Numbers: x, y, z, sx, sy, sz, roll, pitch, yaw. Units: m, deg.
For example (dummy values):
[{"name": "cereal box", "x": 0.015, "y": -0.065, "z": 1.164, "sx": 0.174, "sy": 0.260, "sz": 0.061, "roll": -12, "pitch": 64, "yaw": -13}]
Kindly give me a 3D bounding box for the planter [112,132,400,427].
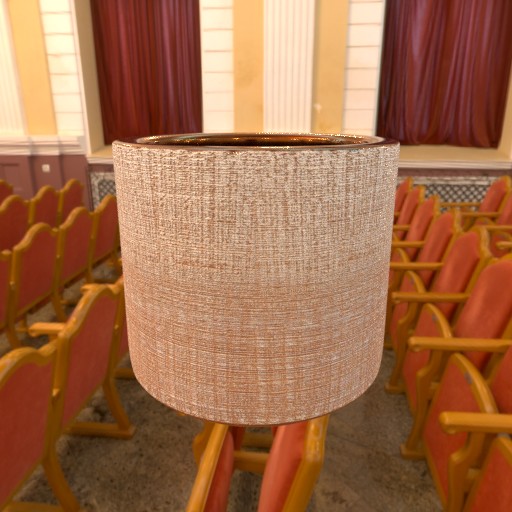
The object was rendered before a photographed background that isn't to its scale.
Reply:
[{"name": "planter", "x": 0.000, "y": 0.000, "z": 0.304, "sx": 0.177, "sy": 0.157, "sz": 0.177, "roll": 0, "pitch": 18, "yaw": 0}]
